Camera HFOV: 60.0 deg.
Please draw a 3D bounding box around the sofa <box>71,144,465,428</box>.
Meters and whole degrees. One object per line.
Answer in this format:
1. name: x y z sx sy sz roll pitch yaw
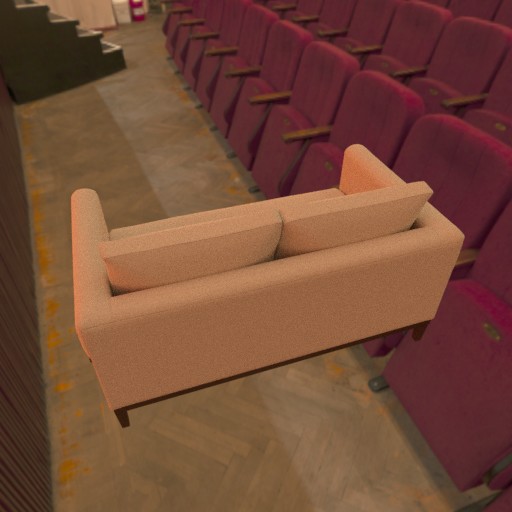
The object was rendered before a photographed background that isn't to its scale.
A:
1. sofa: 0.000 0.000 2.152 1.598 0.873 0.905 -12 42 -14
